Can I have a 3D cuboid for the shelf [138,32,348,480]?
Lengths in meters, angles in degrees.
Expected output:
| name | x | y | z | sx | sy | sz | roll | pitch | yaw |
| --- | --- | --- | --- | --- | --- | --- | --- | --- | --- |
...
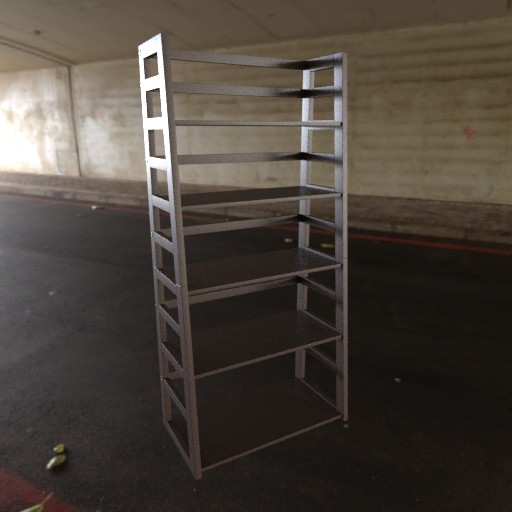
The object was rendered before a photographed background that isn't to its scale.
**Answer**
| name | x | y | z | sx | sy | sz | roll | pitch | yaw |
| --- | --- | --- | --- | --- | --- | --- | --- | --- | --- |
| shelf | 0.000 | 0.000 | 1.847 | 0.763 | 1.600 | 0.403 | -9 | 18 | -28 |
